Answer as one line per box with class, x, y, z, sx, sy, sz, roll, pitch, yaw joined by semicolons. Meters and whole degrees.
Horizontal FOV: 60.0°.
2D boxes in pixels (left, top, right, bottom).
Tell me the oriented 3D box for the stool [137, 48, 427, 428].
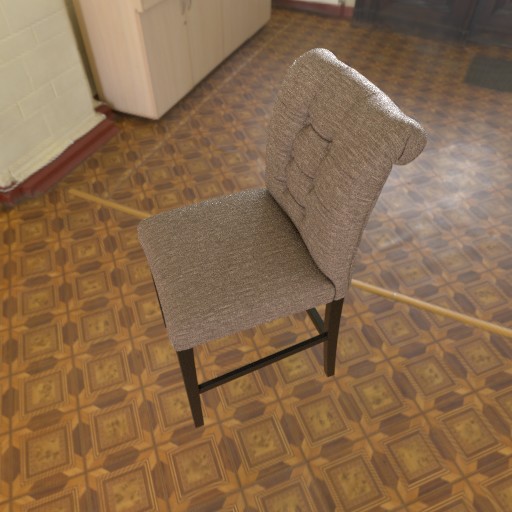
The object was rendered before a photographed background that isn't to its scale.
stool;0.000;0.000;1.296;0.611;0.970;0.457;-16;49;-15
